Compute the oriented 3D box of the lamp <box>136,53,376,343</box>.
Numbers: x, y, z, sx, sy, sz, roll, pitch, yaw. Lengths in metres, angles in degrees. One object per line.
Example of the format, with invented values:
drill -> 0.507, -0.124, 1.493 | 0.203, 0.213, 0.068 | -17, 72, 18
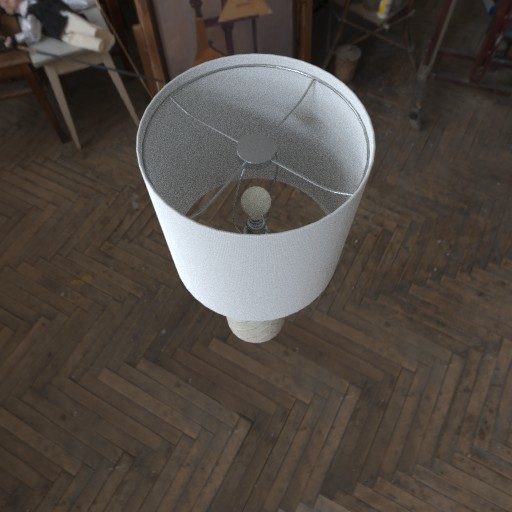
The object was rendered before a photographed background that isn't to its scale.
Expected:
lamp -> 0.000, 0.000, 0.589 | 0.207, 0.461, 0.207 | 32, 67, 15
